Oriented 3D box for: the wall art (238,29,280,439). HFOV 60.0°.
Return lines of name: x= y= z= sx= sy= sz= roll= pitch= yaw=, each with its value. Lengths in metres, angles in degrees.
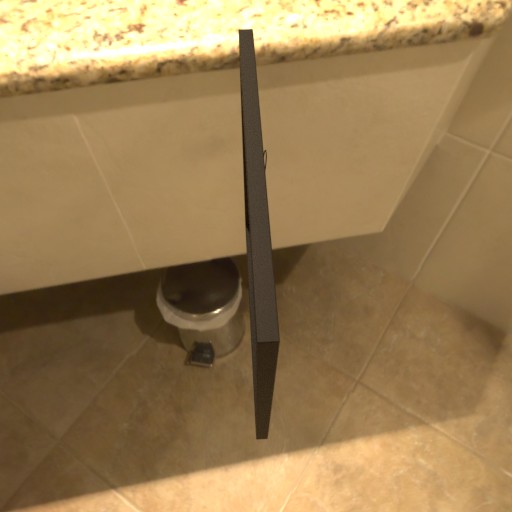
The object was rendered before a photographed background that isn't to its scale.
wall art: x=0.000 y=0.000 z=1.211 sx=0.043 sy=0.807 sz=0.805 roll=-3 pitch=58 yaw=-2
